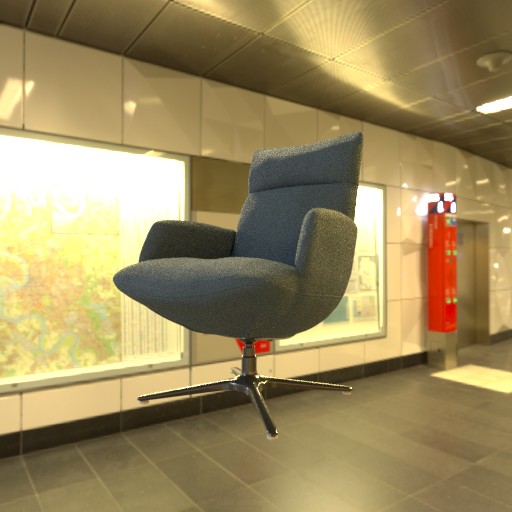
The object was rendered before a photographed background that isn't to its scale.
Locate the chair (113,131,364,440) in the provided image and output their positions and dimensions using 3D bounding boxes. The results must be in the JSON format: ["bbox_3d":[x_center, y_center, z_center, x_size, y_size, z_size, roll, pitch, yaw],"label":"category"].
[{"bbox_3d":[0.000,0.000,1.626,0.711,1.016,0.889,-1,-1,35],"label":"chair"}]
